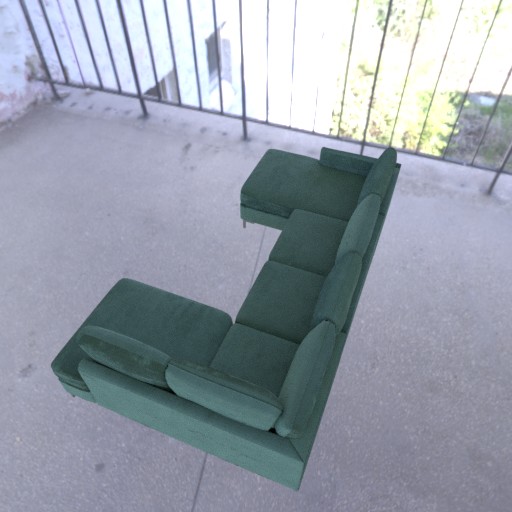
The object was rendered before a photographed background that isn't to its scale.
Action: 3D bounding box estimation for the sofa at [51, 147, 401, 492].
[{"bbox_3d":[0.000,0.000,4.221,2.055,0.992,3.434,17,49,15],"label":"sofa"}]
